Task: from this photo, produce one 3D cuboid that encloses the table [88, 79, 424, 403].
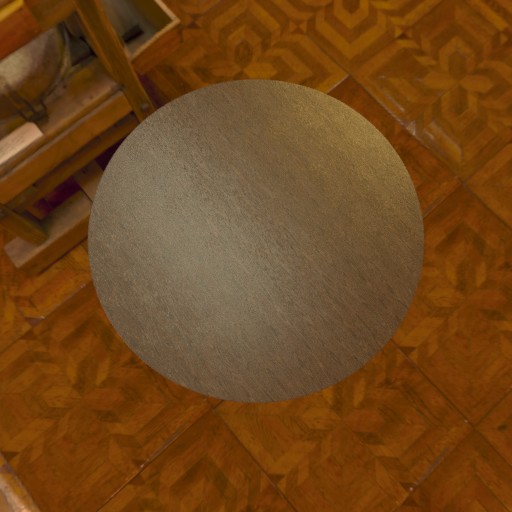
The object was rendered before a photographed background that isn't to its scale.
[{"bbox_3d":[0.000,0.000,1.773,1.053,0.786,1.053,0,77,0],"label":"table"}]
